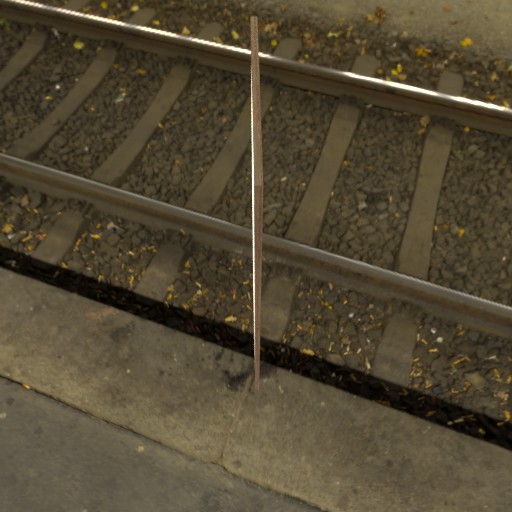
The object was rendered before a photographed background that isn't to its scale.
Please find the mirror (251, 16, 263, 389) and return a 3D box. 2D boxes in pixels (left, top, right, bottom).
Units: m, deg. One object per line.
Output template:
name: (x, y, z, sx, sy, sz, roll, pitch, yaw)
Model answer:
mirror: (0.000, 0.000, 2.280, 0.025, 2.032, 0.812, -1, 58, -1)
